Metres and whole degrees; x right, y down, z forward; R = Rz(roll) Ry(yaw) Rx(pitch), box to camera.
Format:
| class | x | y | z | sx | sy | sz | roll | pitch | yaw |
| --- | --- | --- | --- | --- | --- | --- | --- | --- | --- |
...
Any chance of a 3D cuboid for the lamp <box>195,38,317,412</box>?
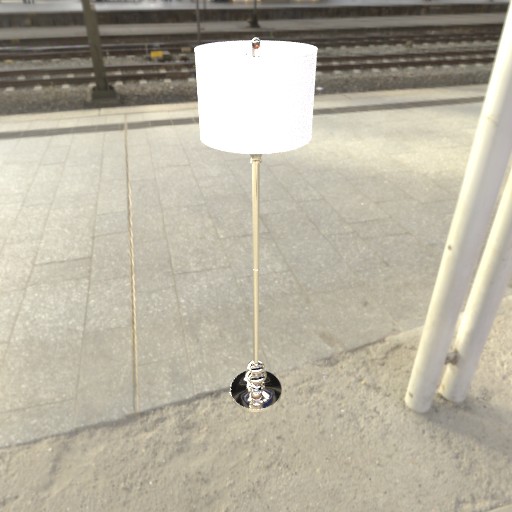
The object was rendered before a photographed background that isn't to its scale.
| class | x | y | z | sx | sy | sz | roll | pitch | yaw |
| --- | --- | --- | --- | --- | --- | --- | --- | --- | --- |
| lamp | 0.000 | 0.000 | 1.675 | 0.356 | 1.487 | 0.356 | -9 | 33 | -14 |
